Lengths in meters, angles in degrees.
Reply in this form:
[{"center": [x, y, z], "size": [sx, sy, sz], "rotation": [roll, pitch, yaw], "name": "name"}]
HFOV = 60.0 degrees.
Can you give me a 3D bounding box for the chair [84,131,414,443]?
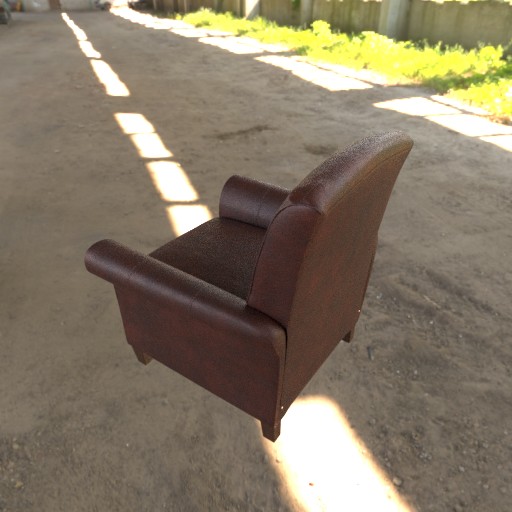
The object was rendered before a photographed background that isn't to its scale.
[{"center": [0.000, 0.000, 1.799], "size": [0.902, 1.061, 0.978], "rotation": [20, 37, 29], "name": "chair"}]
